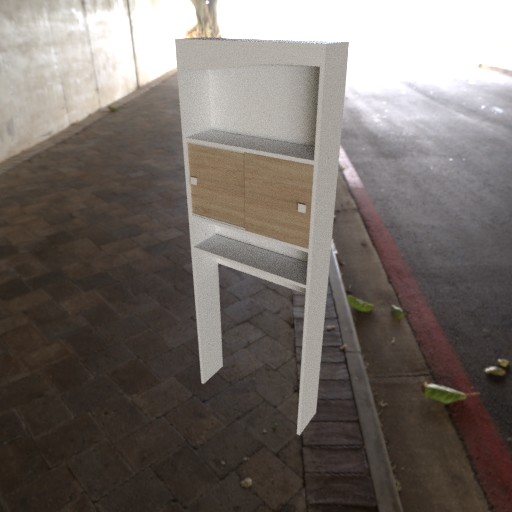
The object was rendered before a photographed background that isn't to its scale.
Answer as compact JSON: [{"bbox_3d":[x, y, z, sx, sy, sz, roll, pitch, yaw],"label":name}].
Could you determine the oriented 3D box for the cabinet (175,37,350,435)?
[{"bbox_3d":[0.000,0.000,2.019,0.643,1.770,0.192,18,33,30],"label":"cabinet"}]
